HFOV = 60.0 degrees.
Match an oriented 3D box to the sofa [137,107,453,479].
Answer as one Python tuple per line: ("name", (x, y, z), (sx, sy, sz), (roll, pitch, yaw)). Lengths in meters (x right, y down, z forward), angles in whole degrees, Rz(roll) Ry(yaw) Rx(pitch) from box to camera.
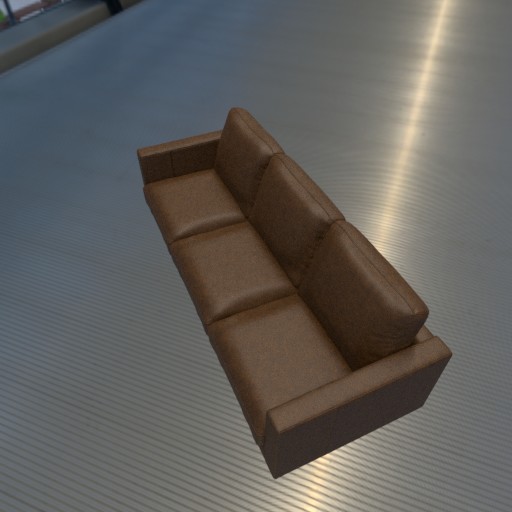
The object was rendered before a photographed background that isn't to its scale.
("sofa", (0.000, 0.000, 2.694), (0.903, 0.930, 2.231), (-18, 48, -17))
